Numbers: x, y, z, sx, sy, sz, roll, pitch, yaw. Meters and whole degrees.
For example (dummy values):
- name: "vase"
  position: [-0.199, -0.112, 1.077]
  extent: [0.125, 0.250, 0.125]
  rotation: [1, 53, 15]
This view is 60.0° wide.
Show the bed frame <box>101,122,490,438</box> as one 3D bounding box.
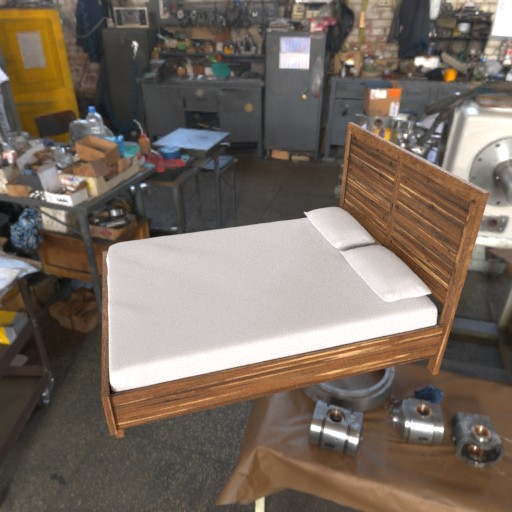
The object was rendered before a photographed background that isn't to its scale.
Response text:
- name: "bed frame"
  position: [0.000, 0.000, 3.300]
  extent: [2.276, 1.417, 1.696]
  rotation: [-8, 31, -14]
